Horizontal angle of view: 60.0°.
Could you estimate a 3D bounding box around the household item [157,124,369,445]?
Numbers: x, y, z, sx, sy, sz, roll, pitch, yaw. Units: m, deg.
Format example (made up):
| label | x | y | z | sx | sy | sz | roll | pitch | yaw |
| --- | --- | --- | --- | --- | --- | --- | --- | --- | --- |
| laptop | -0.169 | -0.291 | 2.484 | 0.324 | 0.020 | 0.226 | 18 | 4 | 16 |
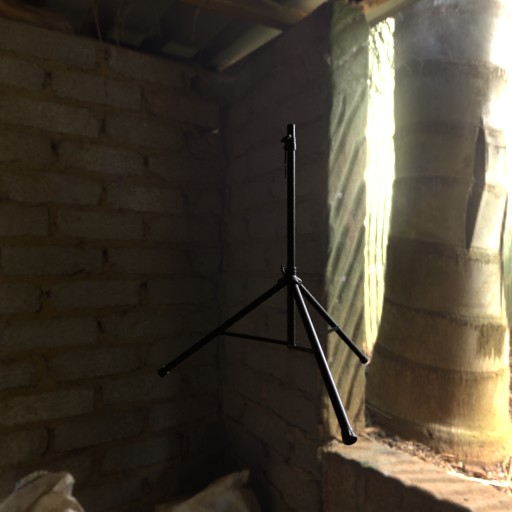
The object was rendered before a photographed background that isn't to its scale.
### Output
| label | x | y | z | sx | sy | sz | roll | pitch | yaw |
| --- | --- | --- | --- | --- | --- | --- | --- | --- | --- |
| household item | 0.000 | 0.000 | 2.762 | 1.339 | 1.595 | 1.596 | 0 | -1 | 17 |
